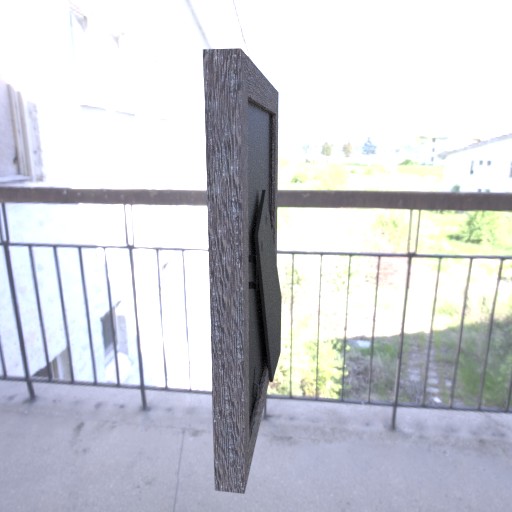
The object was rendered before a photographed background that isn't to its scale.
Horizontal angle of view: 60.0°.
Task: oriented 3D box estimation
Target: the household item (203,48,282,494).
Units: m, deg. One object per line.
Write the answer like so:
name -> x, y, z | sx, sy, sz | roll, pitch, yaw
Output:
household item -> 0.000, 0.000, 0.278 | 0.020, 0.210, 0.160 | 2, 14, 8
